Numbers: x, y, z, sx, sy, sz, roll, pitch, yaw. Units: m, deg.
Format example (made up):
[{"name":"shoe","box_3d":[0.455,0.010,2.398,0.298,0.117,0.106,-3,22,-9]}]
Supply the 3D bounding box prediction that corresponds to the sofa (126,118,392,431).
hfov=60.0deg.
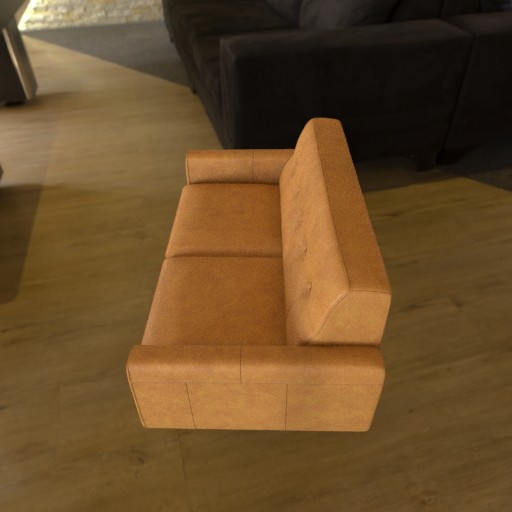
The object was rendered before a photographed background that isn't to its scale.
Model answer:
[{"name":"sofa","box_3d":[0.000,0.000,2.275,0.952,0.925,1.651,1,40,1]}]
